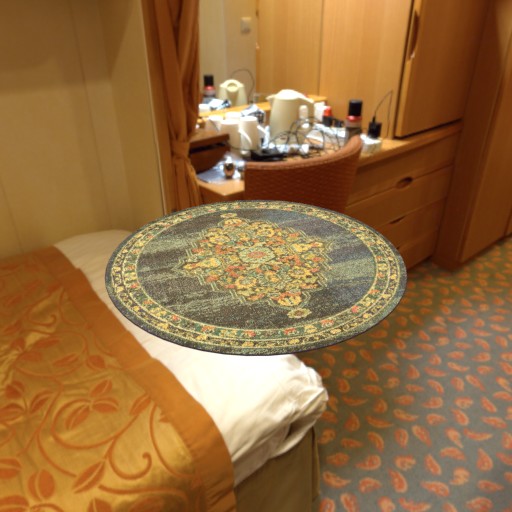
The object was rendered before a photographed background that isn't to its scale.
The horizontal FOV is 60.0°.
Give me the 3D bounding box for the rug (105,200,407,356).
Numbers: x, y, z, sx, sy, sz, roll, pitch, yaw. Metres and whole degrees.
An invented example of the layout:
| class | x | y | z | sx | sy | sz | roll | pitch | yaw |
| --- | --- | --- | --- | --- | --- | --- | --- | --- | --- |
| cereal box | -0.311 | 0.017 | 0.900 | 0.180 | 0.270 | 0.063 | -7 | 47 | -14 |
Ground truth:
| class | x | y | z | sx | sy | sz | roll | pitch | yaw |
| --- | --- | --- | --- | --- | --- | --- | --- | --- | --- |
| rug | 0.000 | 0.000 | 3.648 | 2.386 | 0.014 | 2.386 | 0 | 30 | 0 |
